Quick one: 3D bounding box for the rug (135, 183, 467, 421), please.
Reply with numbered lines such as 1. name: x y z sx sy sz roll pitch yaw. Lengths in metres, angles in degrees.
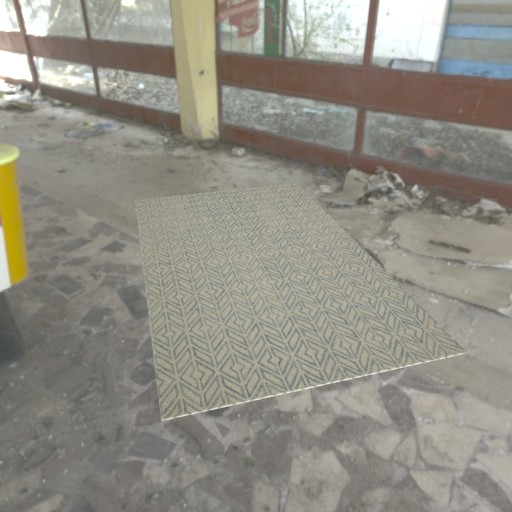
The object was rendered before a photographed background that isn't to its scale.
1. rug: 0.000 0.000 3.073 1.526 0.008 2.441 -8 31 -14
